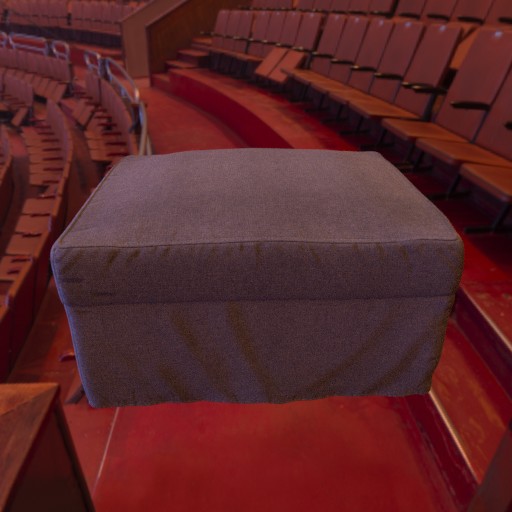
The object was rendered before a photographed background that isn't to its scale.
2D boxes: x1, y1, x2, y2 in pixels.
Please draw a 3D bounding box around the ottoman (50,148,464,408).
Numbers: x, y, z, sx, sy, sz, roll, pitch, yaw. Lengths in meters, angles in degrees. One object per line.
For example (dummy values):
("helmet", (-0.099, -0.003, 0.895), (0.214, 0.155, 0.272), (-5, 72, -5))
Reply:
("ottoman", (0.000, 0.000, 1.220), (0.833, 0.492, 0.652), (-1, 29, -3))
